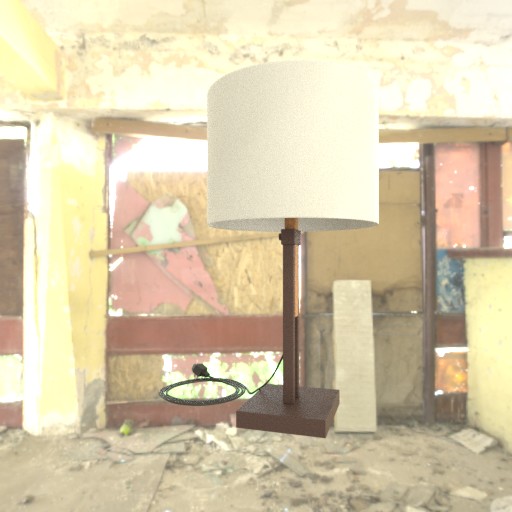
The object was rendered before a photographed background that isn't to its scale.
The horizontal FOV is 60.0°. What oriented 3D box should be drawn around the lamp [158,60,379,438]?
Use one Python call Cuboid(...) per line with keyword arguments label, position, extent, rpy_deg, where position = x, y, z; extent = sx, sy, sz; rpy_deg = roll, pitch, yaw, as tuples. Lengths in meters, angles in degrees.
Cuboid(label="lamp", position=(0.000, 0.000, 0.979), extent=(0.525, 0.668, 0.396), rpy_deg=(0, -1, 18))
